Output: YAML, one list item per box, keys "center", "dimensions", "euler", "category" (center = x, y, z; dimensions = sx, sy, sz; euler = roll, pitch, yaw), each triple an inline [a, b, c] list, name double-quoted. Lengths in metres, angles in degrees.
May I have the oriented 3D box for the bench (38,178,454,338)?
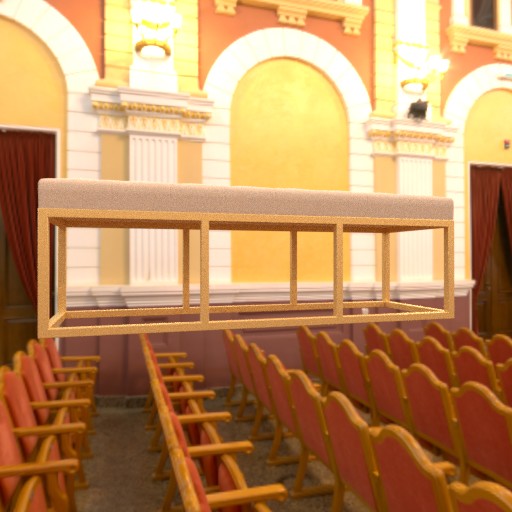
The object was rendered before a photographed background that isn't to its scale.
- center: [0.000, 0.000, 1.722]
  dimensions: [1.473, 0.484, 0.457]
  euler: [0, 0, -17]
  category: "bench"
